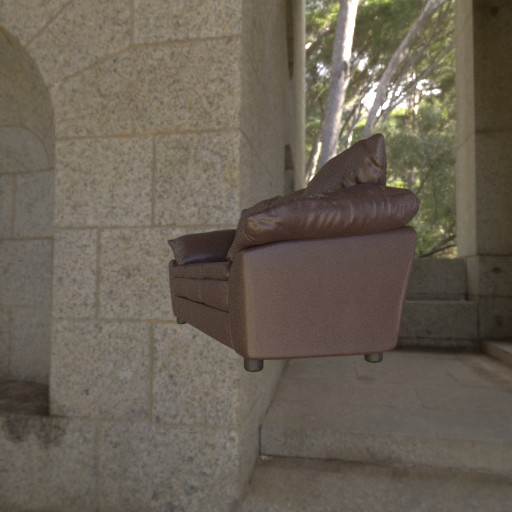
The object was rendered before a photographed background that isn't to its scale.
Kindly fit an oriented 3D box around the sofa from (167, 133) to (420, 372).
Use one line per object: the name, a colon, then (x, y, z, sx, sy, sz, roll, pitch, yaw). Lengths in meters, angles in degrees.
sofa: (0.000, 0.000, 2.962, 0.907, 1.091, 2.390, 1, -2, -19)
